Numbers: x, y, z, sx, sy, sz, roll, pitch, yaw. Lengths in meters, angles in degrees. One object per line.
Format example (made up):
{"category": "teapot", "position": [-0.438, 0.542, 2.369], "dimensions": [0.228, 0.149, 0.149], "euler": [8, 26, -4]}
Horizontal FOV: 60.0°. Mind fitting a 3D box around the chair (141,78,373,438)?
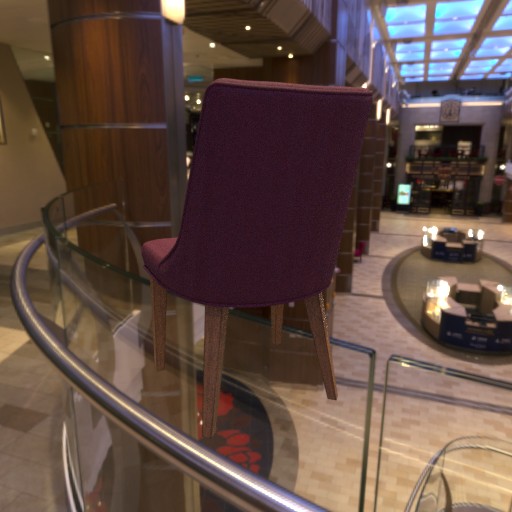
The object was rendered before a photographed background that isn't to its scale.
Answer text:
{"category": "chair", "position": [0.000, 0.000, 1.314], "dimensions": [0.548, 0.916, 0.638], "euler": [-7, 16, -25]}
